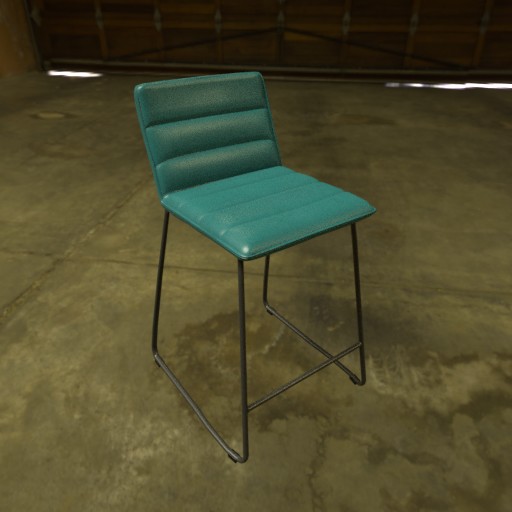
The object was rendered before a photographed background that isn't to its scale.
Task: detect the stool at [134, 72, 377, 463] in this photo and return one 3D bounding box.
[{"bbox_3d":[0.000,0.000,1.212,0.489,0.866,0.524,-20,36,-31],"label":"stool"}]
